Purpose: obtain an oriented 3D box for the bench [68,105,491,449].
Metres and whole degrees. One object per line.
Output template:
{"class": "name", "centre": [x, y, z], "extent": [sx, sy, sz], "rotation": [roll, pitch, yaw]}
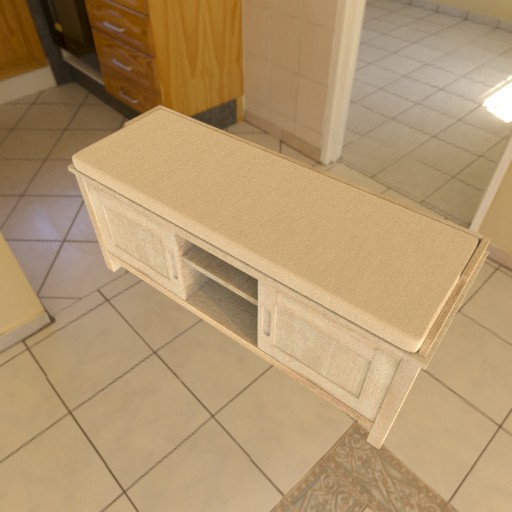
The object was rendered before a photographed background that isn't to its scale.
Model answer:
{"class": "bench", "centre": [0.000, 0.000, 1.365], "extent": [1.140, 0.501, 0.398], "rotation": [28, 52, 25]}
